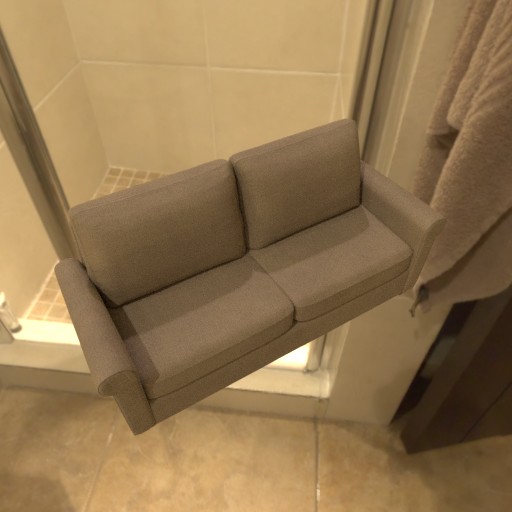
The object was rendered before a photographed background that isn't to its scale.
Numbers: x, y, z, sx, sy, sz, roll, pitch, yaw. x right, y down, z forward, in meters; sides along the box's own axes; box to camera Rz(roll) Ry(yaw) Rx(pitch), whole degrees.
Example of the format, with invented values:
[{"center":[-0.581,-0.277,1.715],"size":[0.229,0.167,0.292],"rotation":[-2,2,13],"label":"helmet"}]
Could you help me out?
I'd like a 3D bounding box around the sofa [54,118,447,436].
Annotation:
[{"center":[0.000,0.000,2.404],"size":[1.935,0.942,0.842],"rotation":[-23,50,-21],"label":"sofa"}]
